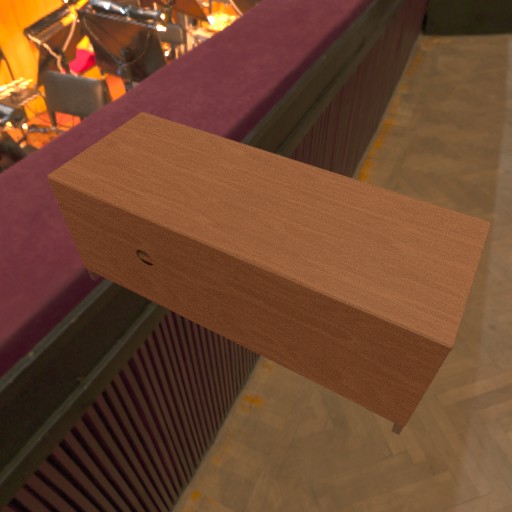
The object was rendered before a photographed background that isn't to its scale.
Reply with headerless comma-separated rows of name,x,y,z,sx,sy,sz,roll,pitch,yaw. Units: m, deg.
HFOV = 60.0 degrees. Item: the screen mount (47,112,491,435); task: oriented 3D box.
screen mount,0.000,0.000,1.296,1.084,0.432,0.406,22,51,20
